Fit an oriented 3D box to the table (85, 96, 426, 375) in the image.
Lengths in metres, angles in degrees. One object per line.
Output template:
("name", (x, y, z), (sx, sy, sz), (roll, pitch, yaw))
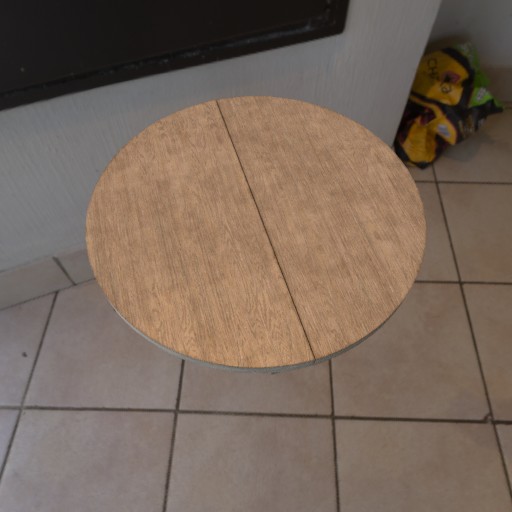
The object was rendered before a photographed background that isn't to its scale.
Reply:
("table", (0.000, 0.000, 2.132), (1.363, 0.781, 1.363), (0, 57, 0))
